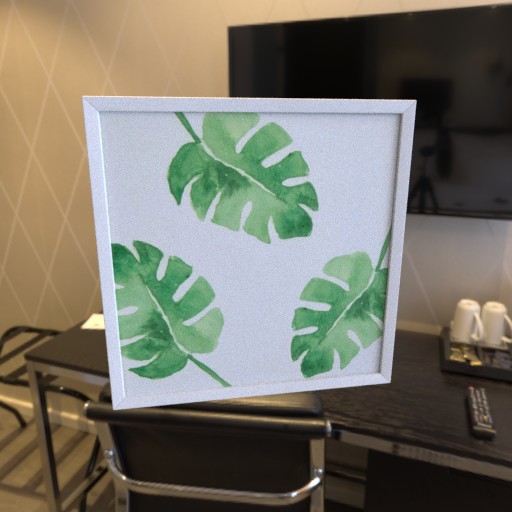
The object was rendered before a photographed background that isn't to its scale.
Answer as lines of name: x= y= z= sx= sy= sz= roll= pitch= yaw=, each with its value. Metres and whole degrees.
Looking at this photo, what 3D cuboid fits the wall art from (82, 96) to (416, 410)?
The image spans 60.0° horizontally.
wall art: x=0.000 y=0.000 z=0.457 sx=0.305 sy=0.305 sz=0.038 roll=-3 pitch=16 yaw=-9
